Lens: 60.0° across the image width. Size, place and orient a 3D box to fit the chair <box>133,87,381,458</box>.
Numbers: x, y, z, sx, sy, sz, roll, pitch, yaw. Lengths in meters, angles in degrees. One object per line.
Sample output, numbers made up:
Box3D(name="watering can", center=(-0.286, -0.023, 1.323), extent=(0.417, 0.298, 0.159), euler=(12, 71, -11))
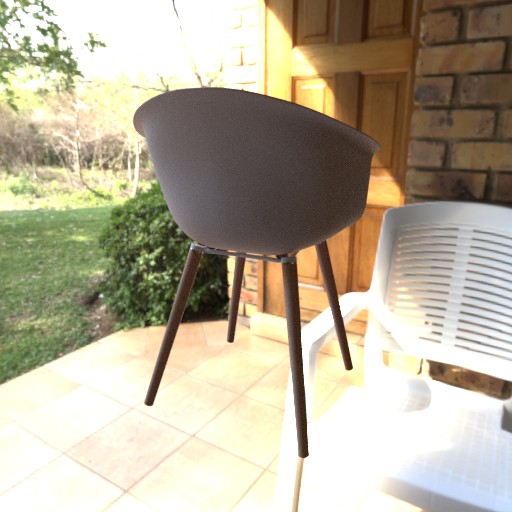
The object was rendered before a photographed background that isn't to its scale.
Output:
Box3D(name="chair", center=(0.000, 0.000, 1.151), extent=(0.593, 0.781, 0.504), euler=(8, 17, 26))
